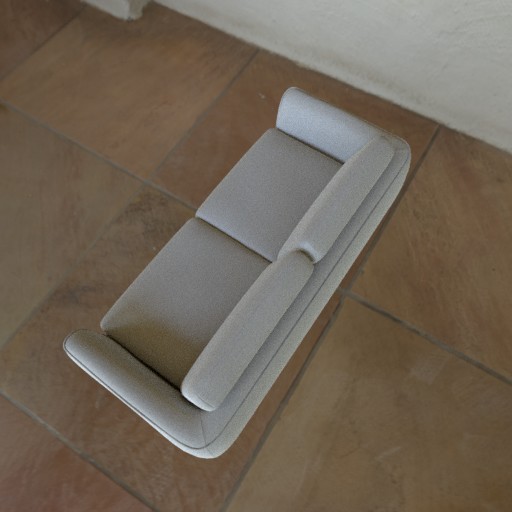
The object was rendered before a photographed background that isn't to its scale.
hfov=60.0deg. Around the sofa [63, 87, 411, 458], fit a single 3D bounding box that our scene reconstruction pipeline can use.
[{"bbox_3d":[0.000,0.000,2.449,0.920,0.850,2.000,32,69,14],"label":"sofa"}]
